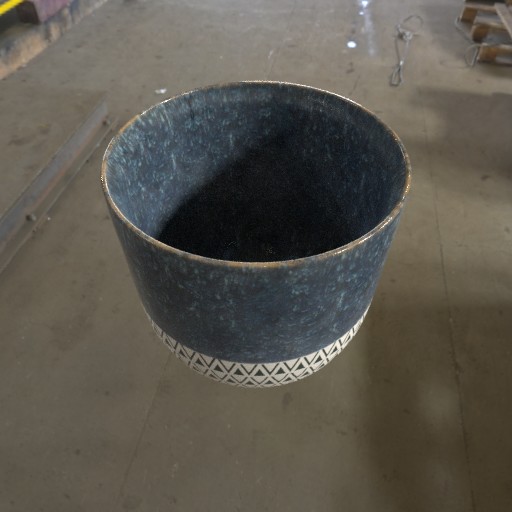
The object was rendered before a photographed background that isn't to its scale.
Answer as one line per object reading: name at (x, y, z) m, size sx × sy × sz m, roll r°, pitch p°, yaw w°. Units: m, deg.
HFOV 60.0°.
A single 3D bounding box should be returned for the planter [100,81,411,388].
planter at (0.000, 0.000, 0.487) m, size 0.266 × 0.270 × 0.266 m, roll 0°, pitch 48°, yaw 0°
